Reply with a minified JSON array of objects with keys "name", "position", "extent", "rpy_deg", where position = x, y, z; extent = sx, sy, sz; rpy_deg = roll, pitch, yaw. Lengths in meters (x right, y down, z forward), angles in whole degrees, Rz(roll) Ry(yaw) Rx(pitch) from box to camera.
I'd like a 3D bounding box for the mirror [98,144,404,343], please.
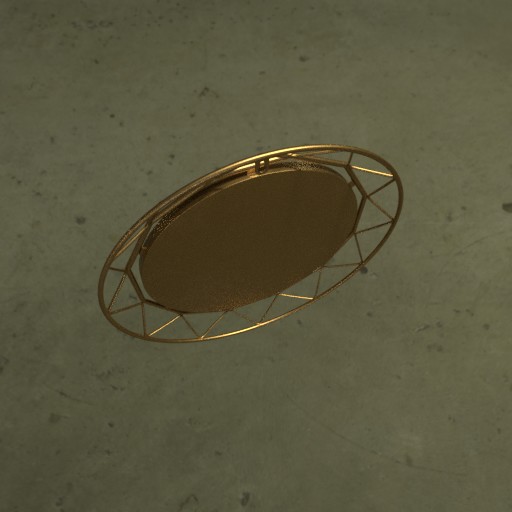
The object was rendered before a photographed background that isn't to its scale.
[{"name":"mirror","position":[0.000,0.000,0.656],"extent":[0.454,0.454,0.043],"rpy_deg":[-18,60,-11]}]
